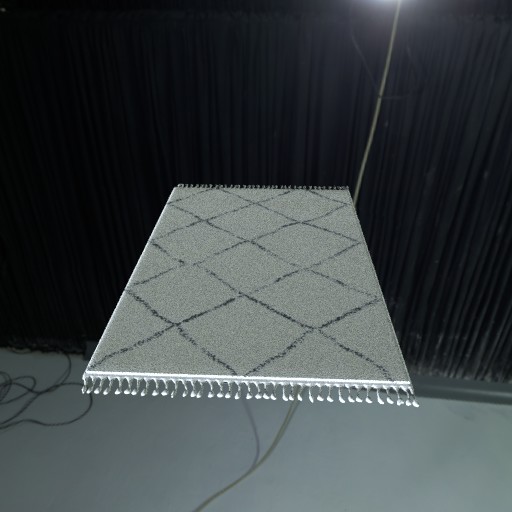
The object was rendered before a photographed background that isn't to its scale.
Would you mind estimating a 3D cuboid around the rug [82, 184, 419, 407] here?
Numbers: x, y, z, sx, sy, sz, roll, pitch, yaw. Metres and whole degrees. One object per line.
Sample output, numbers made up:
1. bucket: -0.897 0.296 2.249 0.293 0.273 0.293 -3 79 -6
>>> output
1. rug: 0.000 0.000 2.884 1.494 0.031 2.307 1 33 2
